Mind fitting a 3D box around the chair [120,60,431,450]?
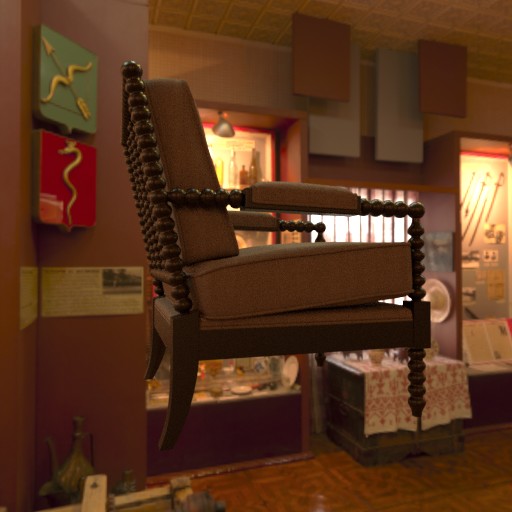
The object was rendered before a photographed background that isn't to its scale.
[{"bbox_3d":[0.000,0.000,1.056,0.622,0.661,0.540,0,-1,-17],"label":"chair"}]
